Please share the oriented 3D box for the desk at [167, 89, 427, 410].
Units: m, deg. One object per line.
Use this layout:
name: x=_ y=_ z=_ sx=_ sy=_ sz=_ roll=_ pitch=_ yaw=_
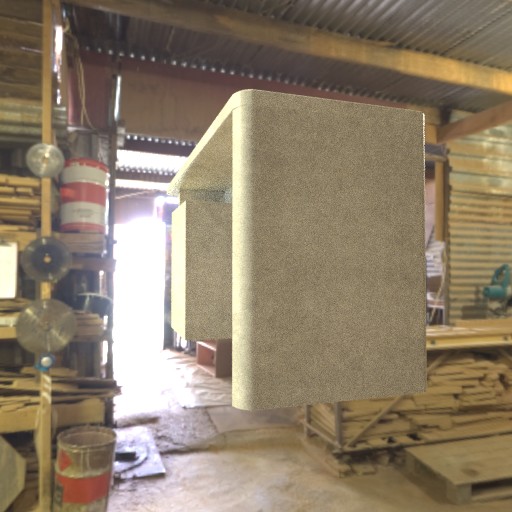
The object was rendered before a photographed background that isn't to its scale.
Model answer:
desk: x=0.000 y=0.000 z=1.775 sx=0.550 sy=0.755 sz=1.400 roll=0 pitch=-2 yaw=-18
